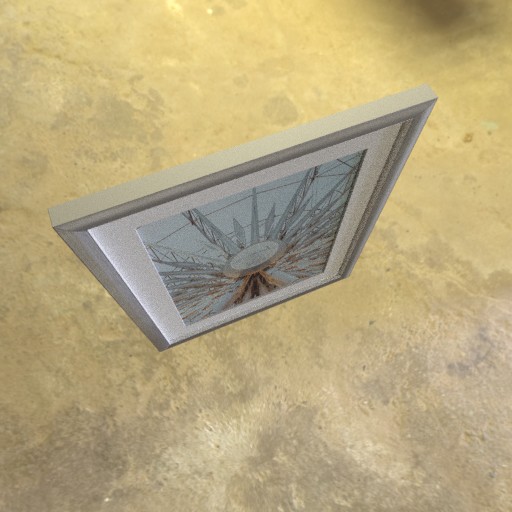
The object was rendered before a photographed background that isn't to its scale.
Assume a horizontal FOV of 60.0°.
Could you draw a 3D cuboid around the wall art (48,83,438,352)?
[{"bbox_3d":[0.000,0.000,0.745,0.458,0.558,0.029,-21,67,-9],"label":"wall art"}]
